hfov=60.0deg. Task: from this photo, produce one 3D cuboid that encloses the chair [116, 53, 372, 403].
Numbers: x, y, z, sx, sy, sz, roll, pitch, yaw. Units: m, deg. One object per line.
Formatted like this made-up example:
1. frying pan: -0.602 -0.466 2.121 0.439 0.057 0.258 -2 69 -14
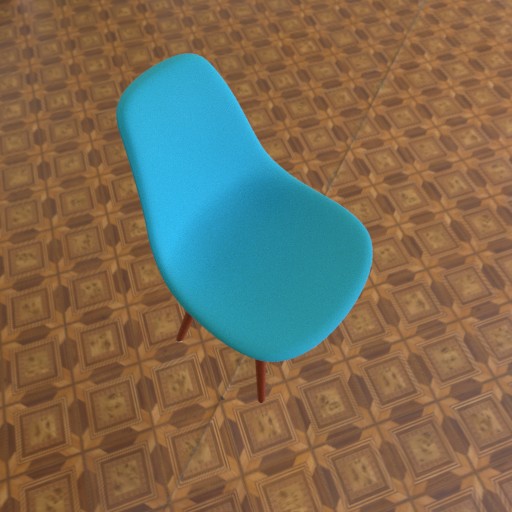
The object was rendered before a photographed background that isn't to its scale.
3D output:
1. chair: 0.000 0.000 1.114 0.533 0.826 0.470 34 65 19
